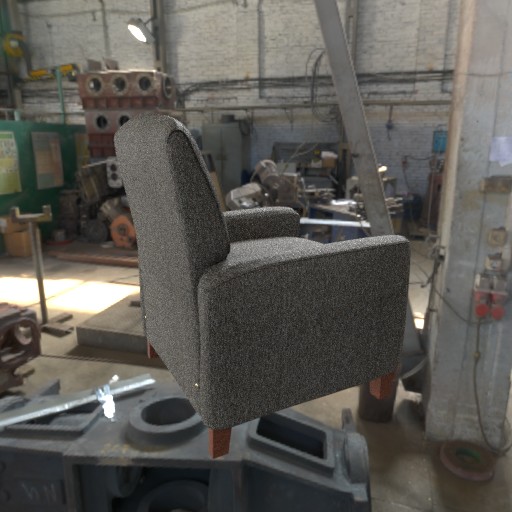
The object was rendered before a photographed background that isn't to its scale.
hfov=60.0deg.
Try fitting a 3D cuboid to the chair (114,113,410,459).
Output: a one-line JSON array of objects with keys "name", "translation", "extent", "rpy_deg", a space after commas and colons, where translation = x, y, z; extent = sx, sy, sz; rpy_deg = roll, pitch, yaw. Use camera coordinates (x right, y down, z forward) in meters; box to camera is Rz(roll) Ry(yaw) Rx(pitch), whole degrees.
[{"name": "chair", "translation": [0.000, 0.000, 1.686], "extent": [0.864, 1.014, 0.848], "rpy_deg": [-8, 17, -27]}]
